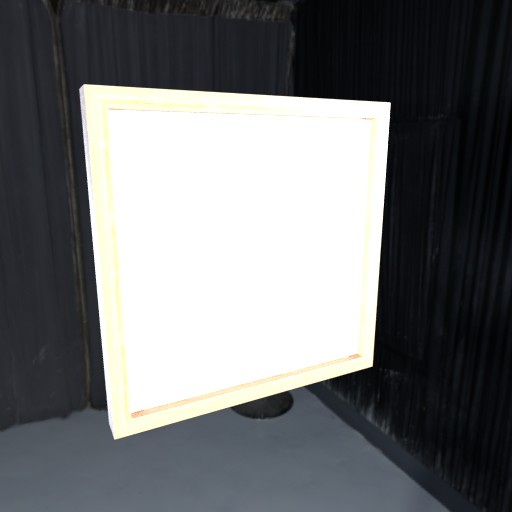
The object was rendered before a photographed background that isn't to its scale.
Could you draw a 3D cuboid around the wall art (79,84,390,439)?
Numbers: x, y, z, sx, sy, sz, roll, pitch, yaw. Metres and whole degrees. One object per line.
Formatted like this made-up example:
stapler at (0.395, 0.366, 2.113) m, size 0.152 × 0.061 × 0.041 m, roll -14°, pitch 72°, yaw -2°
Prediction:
wall art at (0.000, 0.000, 0.446) m, size 0.303 × 0.303 × 0.028 m, roll -7°, pitch 15°, yaw -26°
